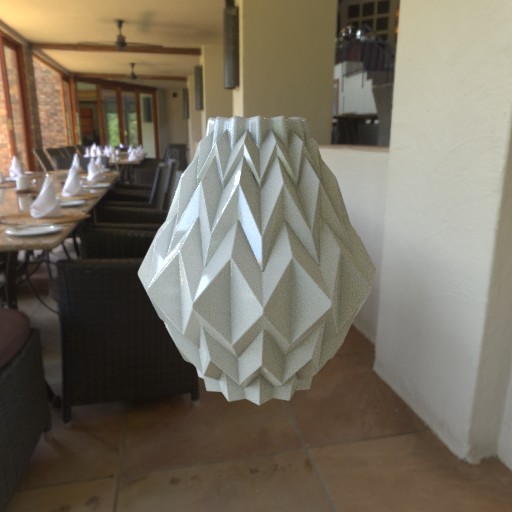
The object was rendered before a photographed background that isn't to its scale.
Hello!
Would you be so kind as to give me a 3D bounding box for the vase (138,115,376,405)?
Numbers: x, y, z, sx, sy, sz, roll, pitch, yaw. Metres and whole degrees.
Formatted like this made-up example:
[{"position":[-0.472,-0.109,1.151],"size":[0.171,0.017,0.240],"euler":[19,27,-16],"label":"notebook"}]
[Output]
[{"position":[0.000,0.000,0.311],"size":[0.164,0.185,0.164],"euler":[0,14,0],"label":"vase"}]
